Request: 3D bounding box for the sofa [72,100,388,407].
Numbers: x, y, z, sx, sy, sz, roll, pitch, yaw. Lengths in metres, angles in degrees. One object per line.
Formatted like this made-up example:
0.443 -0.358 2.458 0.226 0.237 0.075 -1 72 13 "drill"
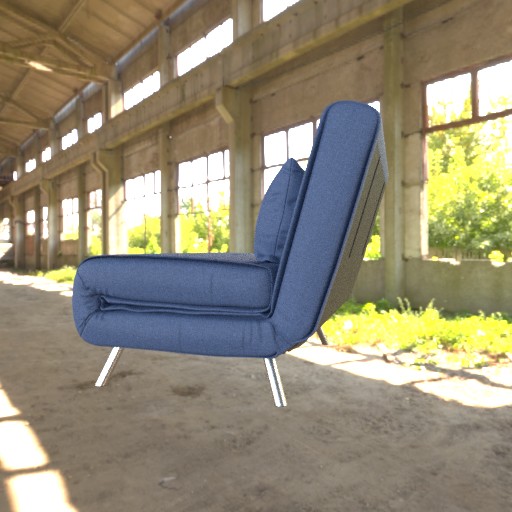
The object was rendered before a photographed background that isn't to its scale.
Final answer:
0.000 0.000 1.773 0.996 0.860 0.999 0 1 18 "sofa"
